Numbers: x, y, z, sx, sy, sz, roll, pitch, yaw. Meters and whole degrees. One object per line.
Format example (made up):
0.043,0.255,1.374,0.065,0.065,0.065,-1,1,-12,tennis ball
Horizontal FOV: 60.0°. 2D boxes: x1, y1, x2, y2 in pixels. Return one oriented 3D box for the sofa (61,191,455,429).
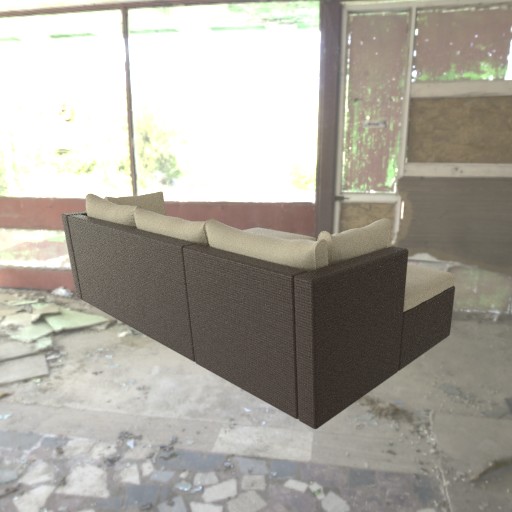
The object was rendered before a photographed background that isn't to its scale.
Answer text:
0.000,0.000,2.895,1.612,0.766,2.192,-13,19,-43,sofa
